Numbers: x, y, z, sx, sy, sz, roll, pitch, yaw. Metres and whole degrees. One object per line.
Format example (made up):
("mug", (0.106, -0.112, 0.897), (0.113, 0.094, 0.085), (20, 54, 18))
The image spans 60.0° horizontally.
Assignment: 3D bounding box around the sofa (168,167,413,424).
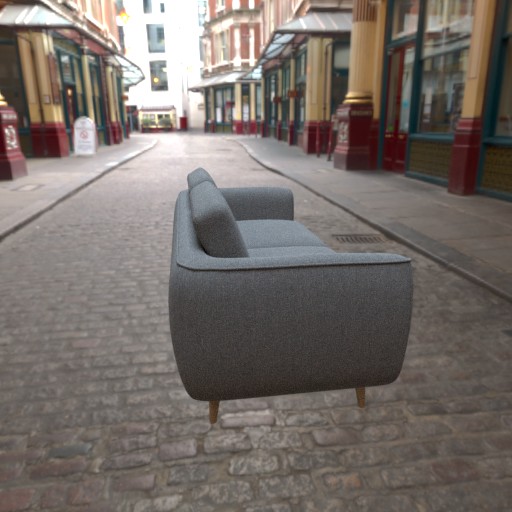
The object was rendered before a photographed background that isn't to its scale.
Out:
("sofa", (0.000, 0.000, 2.467), (0.920, 0.870, 2.000), (-3, 17, -9))
